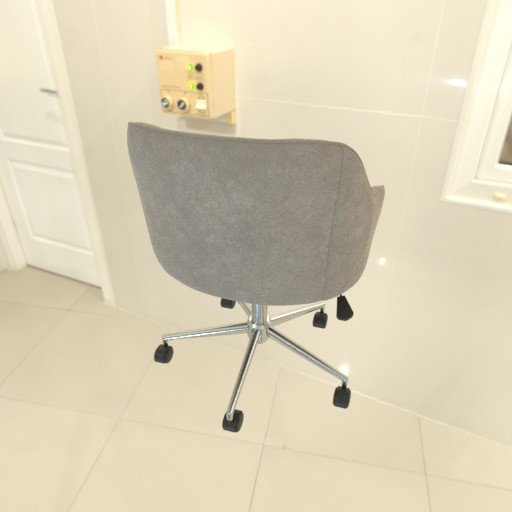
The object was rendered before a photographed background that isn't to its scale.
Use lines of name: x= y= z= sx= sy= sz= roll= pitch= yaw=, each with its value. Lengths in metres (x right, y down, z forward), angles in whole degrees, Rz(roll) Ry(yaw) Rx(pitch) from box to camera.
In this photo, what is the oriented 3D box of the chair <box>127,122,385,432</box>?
chair: x=0.000 y=0.000 z=1.246 sx=0.635 sy=0.831 sz=0.573 roll=10 pitch=33 yaw=16
